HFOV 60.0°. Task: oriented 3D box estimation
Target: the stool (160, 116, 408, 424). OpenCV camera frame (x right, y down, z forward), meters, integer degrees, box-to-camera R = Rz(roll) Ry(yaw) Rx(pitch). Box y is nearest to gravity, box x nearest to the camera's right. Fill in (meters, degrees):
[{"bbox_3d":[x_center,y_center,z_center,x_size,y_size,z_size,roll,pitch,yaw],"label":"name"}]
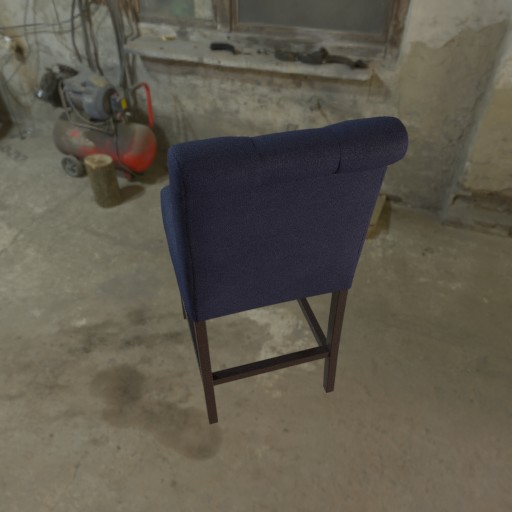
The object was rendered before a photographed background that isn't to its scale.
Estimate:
[{"bbox_3d":[0.000,0.000,1.322,0.493,1.010,0.601,-11,42,-12],"label":"stool"}]
